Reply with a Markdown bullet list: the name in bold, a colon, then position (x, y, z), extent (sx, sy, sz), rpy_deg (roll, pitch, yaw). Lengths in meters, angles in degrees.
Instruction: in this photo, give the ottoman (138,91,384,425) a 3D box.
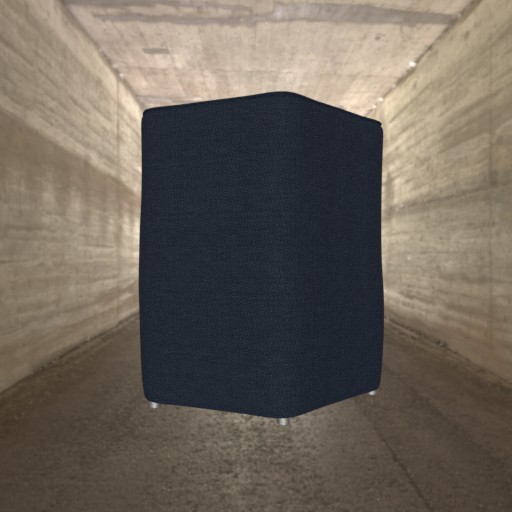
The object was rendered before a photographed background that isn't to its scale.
- **ottoman**: position (0.000, 0.000, 0.888), extent (0.492, 0.505, 0.454), rpy_deg (0, 0, -36)
